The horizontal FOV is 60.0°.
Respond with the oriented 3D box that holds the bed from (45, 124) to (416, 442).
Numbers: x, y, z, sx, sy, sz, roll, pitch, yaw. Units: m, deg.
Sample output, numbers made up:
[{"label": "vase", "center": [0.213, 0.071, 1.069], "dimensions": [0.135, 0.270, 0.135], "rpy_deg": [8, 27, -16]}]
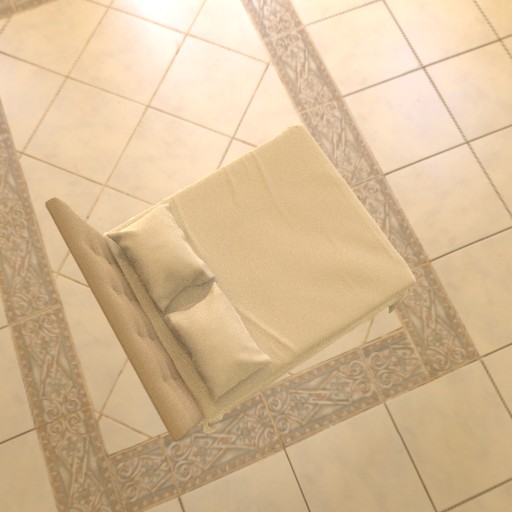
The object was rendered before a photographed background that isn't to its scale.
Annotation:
[{"label": "bed", "center": [0.000, 0.000, 3.423], "dimensions": [2.222, 1.577, 1.936], "rpy_deg": [-31, 78, -8]}]
